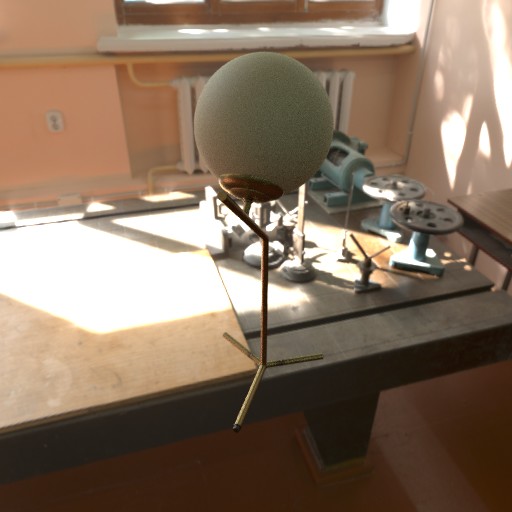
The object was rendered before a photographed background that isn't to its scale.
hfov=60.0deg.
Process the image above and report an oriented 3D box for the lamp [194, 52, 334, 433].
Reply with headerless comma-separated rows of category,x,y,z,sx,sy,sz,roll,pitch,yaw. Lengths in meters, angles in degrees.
lamp,0.000,0.000,0.665,0.210,0.552,0.251,10,33,15
